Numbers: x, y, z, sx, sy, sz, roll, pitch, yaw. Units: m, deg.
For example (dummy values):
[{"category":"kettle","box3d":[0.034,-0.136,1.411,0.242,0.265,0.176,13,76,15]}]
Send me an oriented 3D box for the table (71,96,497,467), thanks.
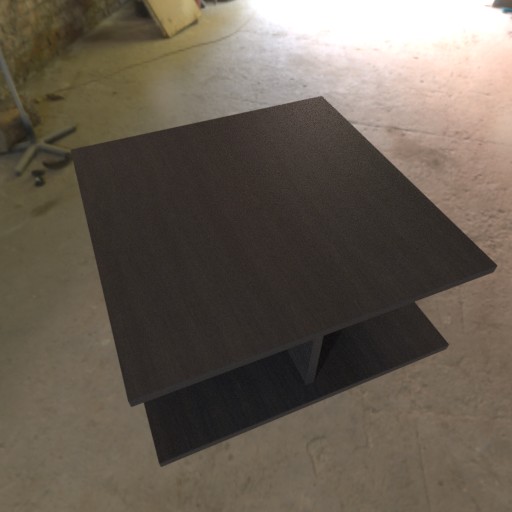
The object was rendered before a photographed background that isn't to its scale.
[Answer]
[{"category":"table","box3d":[0.000,0.000,1.196,0.762,0.396,0.762,-17,50,-15]}]
